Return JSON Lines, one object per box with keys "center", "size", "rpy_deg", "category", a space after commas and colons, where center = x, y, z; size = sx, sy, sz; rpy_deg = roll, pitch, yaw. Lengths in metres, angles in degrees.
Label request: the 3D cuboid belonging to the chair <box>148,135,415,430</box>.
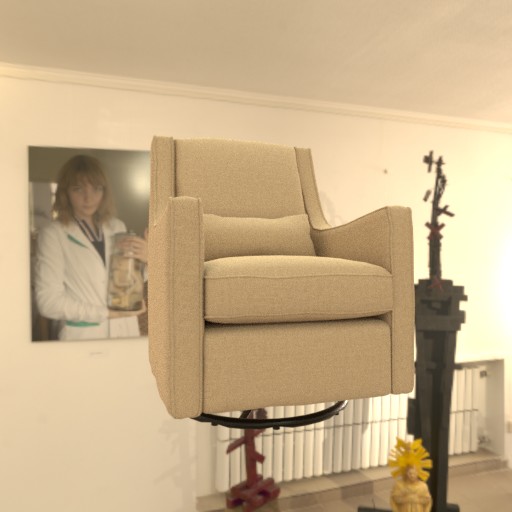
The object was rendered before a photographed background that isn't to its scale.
{"center": [0.000, 0.000, 1.596], "size": [0.732, 0.993, 0.879], "rpy_deg": [0, 0, -18], "category": "chair"}
